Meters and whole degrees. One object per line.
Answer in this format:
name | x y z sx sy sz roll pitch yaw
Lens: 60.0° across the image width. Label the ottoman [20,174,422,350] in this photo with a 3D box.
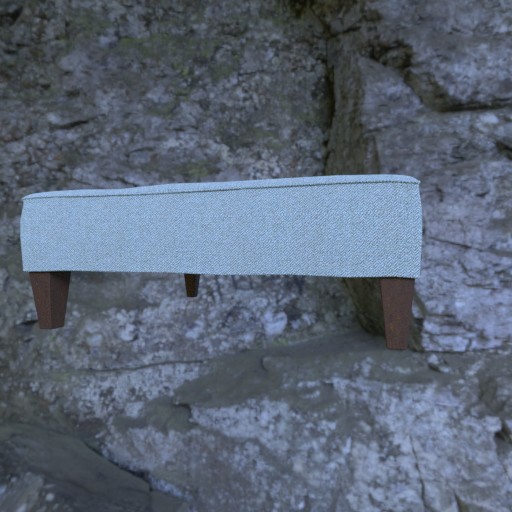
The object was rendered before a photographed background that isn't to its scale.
ottoman | 0.000 0.000 1.467 0.968 0.379 1.004 0 0 16
